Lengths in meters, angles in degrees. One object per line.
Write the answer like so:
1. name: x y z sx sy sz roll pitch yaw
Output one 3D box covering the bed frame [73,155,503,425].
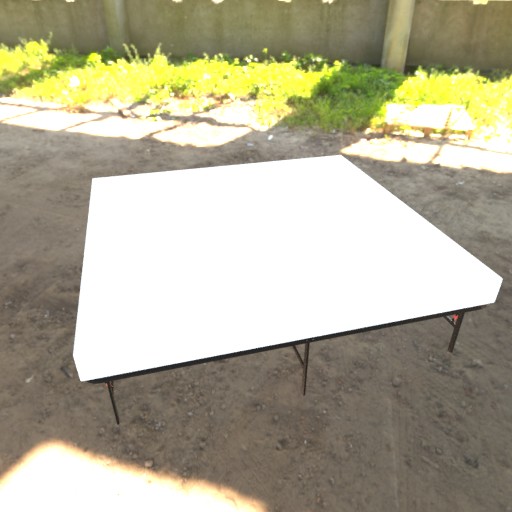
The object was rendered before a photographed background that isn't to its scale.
1. bed frame: 0.000 0.000 2.920 2.032 0.559 1.930 -8 33 -13
